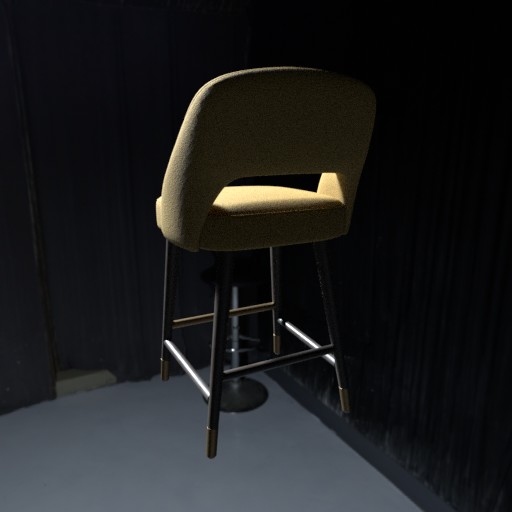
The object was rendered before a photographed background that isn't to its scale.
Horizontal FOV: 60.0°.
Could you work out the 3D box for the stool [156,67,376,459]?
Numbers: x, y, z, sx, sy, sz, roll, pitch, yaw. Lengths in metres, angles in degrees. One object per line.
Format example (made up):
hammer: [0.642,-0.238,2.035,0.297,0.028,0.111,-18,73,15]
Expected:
stool: [0.000,0.000,1.267,0.536,0.939,0.522,-7,16,-26]
